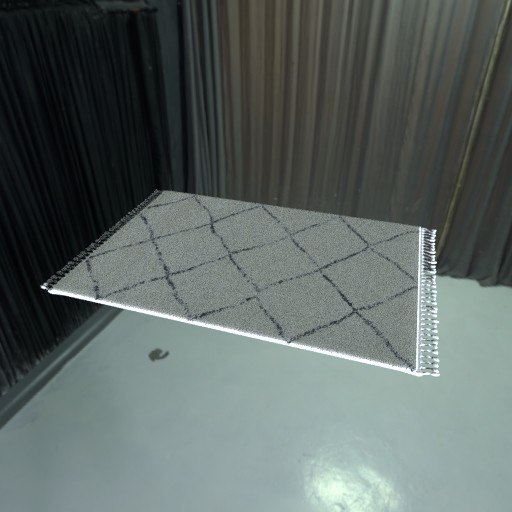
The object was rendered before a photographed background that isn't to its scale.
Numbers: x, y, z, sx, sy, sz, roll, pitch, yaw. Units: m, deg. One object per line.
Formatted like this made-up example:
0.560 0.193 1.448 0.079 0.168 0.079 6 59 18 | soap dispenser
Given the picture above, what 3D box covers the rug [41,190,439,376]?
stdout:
0.000 0.000 2.964 2.307 0.031 1.494 10 34 15 | rug
